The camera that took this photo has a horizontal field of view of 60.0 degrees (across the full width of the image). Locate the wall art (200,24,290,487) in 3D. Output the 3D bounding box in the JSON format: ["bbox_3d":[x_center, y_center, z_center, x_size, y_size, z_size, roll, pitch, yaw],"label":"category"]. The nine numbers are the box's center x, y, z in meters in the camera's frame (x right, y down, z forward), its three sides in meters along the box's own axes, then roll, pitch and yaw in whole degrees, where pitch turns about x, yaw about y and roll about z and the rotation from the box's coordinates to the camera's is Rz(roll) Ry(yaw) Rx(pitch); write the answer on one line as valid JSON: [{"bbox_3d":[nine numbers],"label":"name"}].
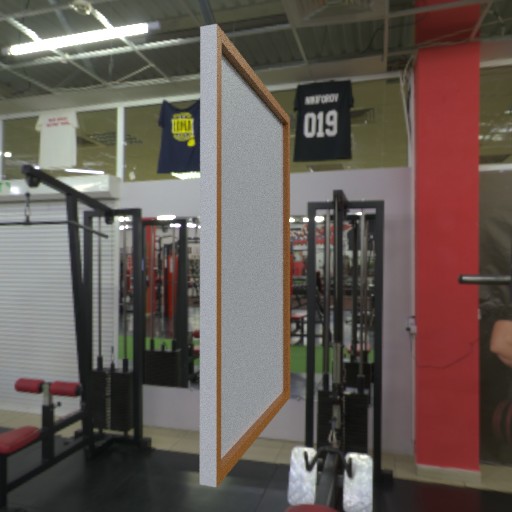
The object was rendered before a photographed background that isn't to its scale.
[{"bbox_3d":[0.000,0.000,1.169,0.037,0.916,0.610,0,-1,18],"label":"wall art"}]
